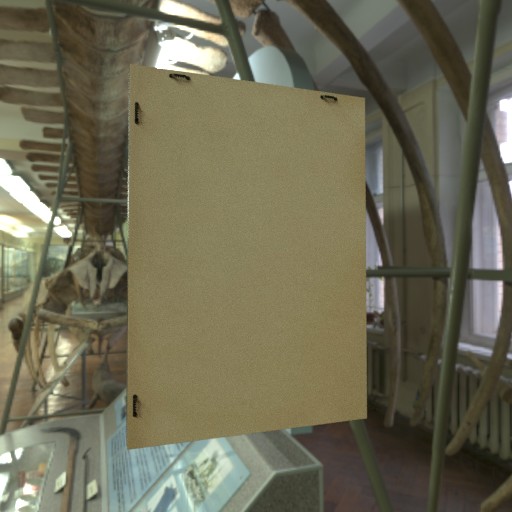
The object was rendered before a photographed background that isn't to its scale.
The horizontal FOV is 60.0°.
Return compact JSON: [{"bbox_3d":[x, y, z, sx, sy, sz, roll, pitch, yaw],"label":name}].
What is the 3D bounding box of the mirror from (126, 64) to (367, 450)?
[{"bbox_3d":[0.000,0.000,0.912,0.507,0.710,0.039,0,-1,-19],"label":"mirror"}]
